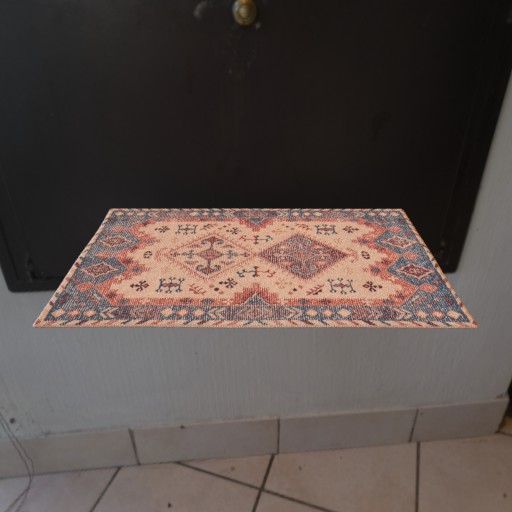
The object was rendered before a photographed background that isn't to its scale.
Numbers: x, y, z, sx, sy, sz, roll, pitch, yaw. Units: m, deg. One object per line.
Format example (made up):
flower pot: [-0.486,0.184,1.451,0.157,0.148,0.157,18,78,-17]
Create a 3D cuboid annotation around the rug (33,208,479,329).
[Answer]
rug: [0.000,0.000,3.084,2.464,0.023,1.521,0,31,0]
